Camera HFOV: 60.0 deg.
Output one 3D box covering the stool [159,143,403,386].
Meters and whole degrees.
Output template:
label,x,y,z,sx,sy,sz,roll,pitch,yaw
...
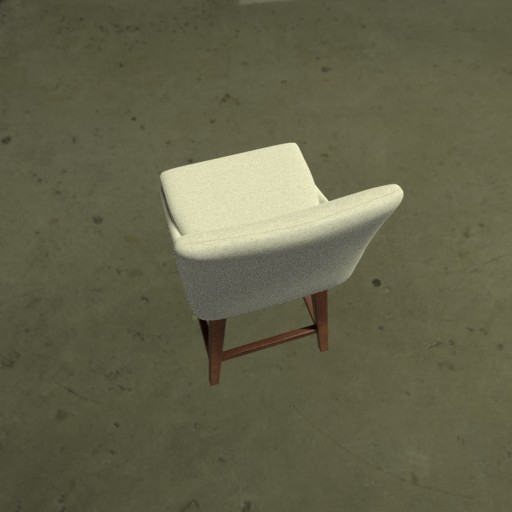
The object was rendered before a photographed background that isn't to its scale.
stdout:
label,x,y,z,sx,sy,sz,roll,pitch,yaw
stool,0.000,0.000,1.344,0.469,0.991,0.559,-15,59,-9
